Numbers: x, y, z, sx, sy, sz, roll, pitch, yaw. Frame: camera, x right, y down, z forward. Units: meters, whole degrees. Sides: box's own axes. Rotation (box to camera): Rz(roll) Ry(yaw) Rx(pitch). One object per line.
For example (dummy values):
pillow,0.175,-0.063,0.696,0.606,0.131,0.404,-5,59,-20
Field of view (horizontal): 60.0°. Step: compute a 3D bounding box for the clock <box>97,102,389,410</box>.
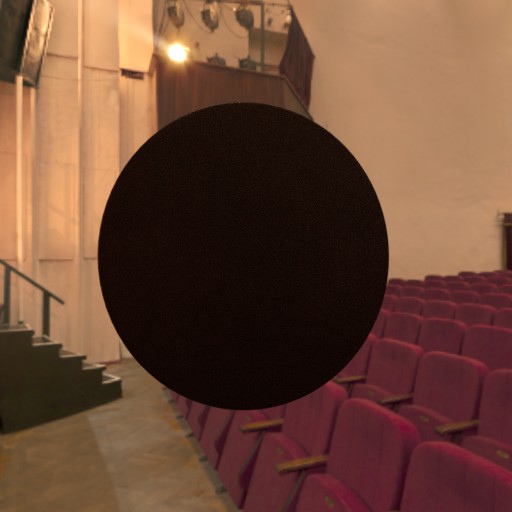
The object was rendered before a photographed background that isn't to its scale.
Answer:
clock,0.000,0.000,0.465,0.314,0.314,0.029,0,0,-20
